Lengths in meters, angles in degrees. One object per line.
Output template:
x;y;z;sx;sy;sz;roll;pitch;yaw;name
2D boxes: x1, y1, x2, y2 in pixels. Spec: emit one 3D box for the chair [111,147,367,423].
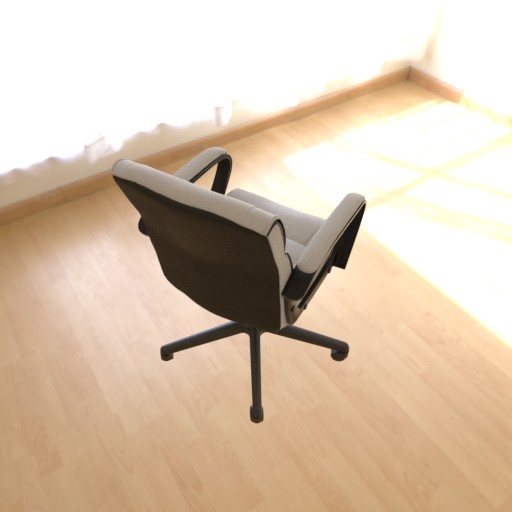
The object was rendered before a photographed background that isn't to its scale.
0.000;0.000;1.511;0.739;1.004;0.717;23;50;21;chair
